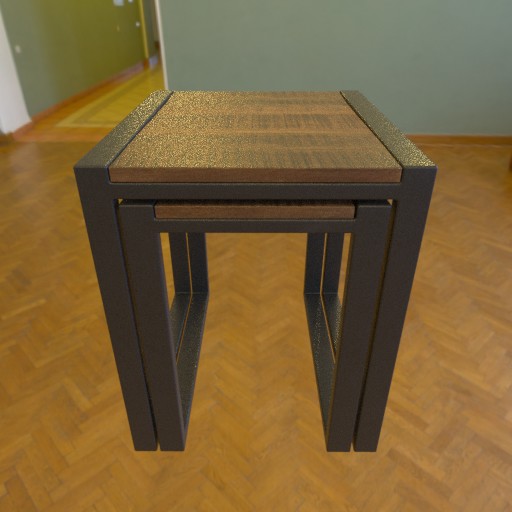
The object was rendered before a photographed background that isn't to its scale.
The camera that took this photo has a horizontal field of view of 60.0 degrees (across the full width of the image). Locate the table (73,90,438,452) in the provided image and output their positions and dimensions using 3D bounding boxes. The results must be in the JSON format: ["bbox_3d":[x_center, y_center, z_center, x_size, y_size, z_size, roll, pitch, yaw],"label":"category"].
[{"bbox_3d":[0.000,0.000,0.896,0.449,0.550,0.500,0,31,0],"label":"table"}]
